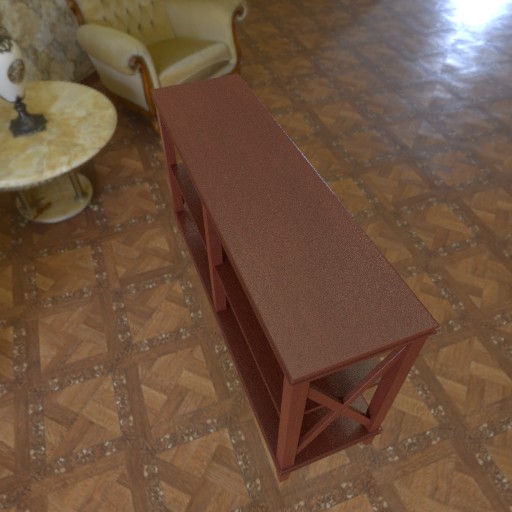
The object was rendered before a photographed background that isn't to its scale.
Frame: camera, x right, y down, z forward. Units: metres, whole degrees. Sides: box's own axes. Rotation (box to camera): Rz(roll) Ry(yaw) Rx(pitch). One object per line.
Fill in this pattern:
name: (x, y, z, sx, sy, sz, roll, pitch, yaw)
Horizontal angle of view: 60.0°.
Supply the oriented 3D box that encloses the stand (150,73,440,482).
stand: (0.000, 0.000, 1.694, 0.381, 0.762, 1.372, -16, 50, -14)
